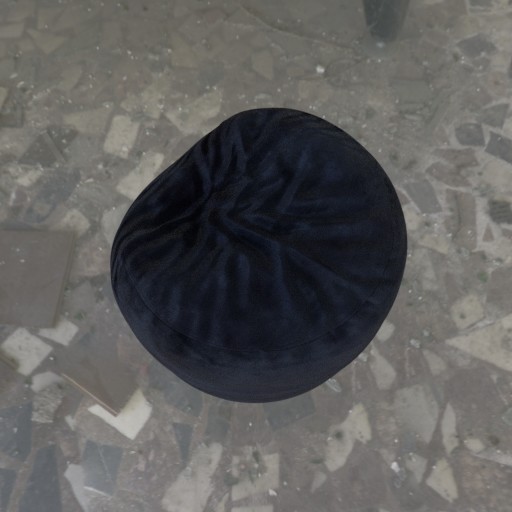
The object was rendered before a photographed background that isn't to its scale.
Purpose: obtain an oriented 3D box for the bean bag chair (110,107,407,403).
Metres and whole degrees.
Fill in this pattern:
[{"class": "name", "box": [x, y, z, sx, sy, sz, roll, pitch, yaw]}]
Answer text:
[{"class": "bean bag chair", "box": [0.000, 0.000, 1.487, 0.918, 0.616, 0.918, 0, 65, 0]}]
